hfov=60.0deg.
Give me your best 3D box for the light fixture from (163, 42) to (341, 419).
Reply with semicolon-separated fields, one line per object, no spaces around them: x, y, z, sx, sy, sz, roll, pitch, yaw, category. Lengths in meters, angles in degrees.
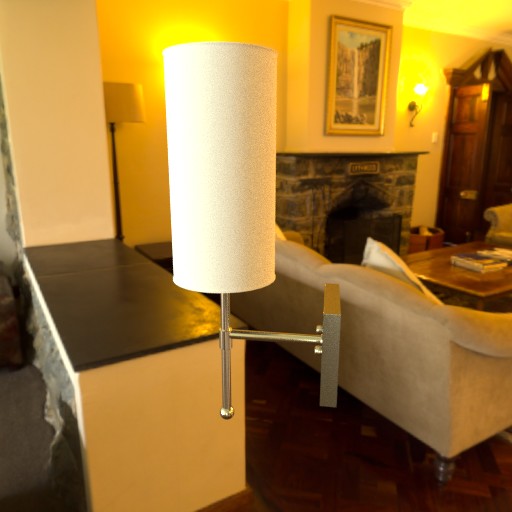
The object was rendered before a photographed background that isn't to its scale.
0.000;0.000;0.546;0.208;0.462;0.128;2;14;9;light fixture
